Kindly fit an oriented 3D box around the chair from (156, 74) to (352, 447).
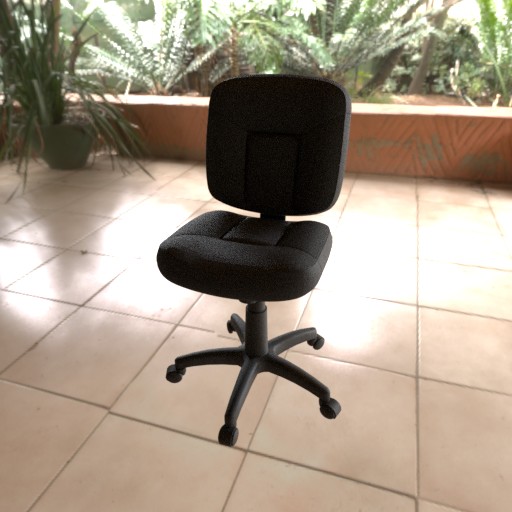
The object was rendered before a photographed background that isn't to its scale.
[{"bbox_3d":[0.000,0.000,1.331,0.610,0.972,0.610,8,28,15],"label":"chair"}]
